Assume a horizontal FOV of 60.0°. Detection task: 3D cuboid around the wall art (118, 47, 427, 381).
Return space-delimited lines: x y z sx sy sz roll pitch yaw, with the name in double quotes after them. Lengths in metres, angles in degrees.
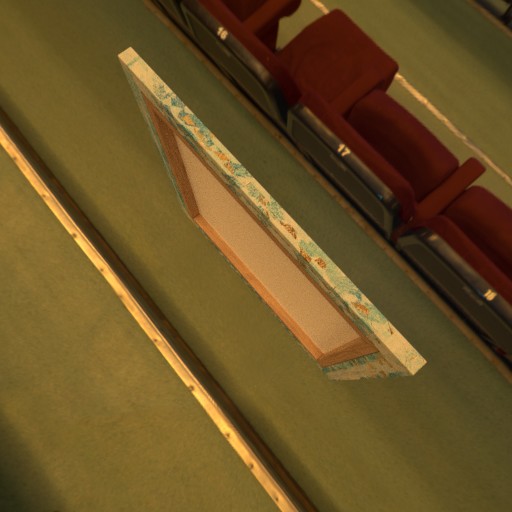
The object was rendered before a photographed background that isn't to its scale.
0.000 0.000 1.341 0.040 0.916 0.916 -39 77 -11 "wall art"
